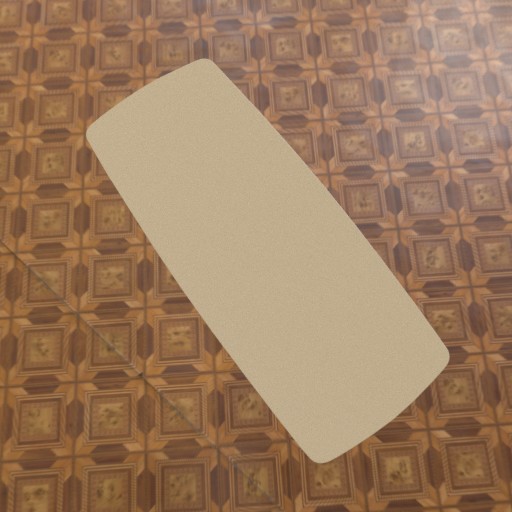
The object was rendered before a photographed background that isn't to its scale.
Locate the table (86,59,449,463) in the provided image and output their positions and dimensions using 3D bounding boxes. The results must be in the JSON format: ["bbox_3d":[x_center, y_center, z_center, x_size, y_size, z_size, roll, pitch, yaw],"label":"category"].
[{"bbox_3d":[0.000,0.000,1.623,0.561,0.474,1.334,-35,78,-8],"label":"table"}]
